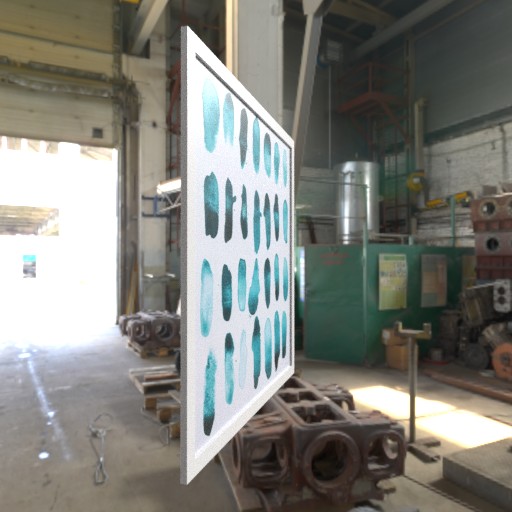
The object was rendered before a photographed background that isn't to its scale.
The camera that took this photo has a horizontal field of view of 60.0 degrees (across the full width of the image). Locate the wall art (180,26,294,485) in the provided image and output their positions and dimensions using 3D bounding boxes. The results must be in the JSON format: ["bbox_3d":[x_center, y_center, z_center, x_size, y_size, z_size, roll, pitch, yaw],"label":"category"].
[{"bbox_3d":[0.000,0.000,0.805,0.009,0.559,0.558,0,0,18],"label":"wall art"}]
